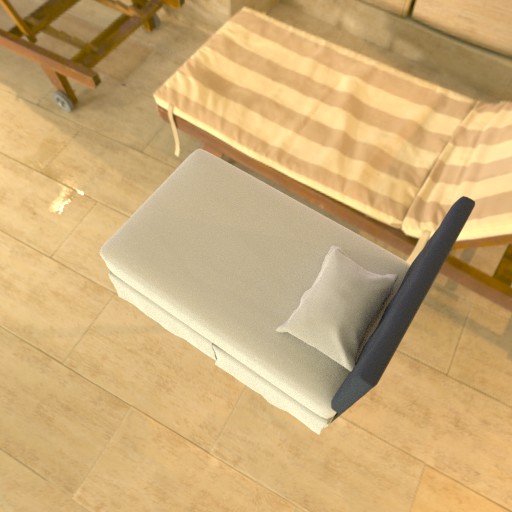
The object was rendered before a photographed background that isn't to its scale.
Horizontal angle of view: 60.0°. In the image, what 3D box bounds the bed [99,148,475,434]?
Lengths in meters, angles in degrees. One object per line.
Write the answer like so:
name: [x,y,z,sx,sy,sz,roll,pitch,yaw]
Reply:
bed: [0.000,0.000,2.995,1.997,1.571,1.261,31,67,15]
